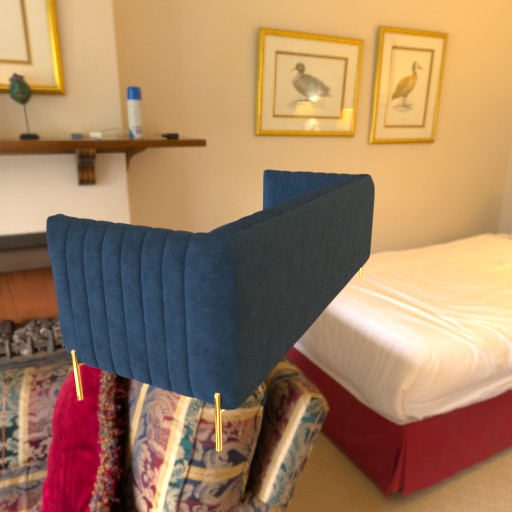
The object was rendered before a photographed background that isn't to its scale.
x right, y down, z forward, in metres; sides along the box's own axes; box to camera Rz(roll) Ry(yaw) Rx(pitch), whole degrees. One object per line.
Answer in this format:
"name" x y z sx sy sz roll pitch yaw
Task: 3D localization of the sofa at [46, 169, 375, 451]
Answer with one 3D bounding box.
"sofa" 0.000 0.000 2.536 0.896 0.793 2.136 8 19 25
